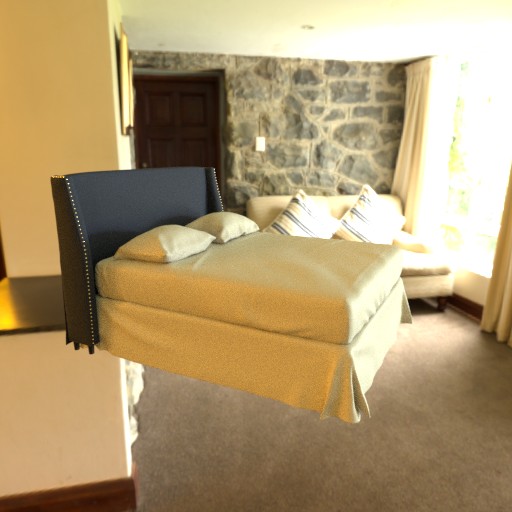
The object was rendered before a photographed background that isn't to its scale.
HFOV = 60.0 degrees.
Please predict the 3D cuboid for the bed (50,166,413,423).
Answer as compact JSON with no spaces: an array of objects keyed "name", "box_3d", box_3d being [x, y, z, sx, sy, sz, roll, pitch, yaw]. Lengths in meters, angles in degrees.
[{"name":"bed","box_3d":[0.000,0.000,3.536,2.276,1.332,1.925,7,15,27]}]
